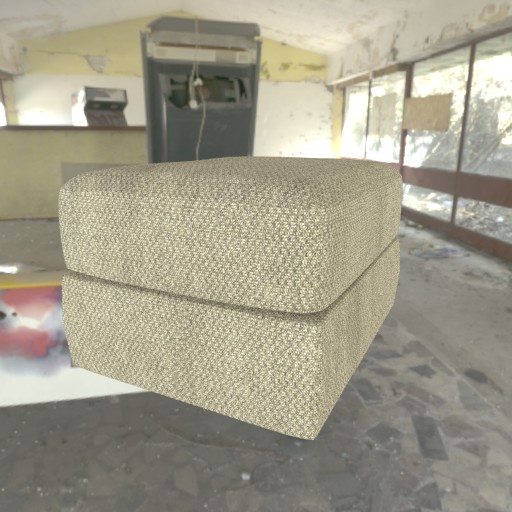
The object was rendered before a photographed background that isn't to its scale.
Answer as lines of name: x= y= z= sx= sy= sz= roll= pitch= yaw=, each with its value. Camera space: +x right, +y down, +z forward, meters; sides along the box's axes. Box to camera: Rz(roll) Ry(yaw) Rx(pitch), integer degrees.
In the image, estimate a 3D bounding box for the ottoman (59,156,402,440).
ottoman: x=0.000 y=0.000 z=1.128 sx=0.603 sy=0.476 sz=0.751 roll=8 pitch=17 yaw=26
